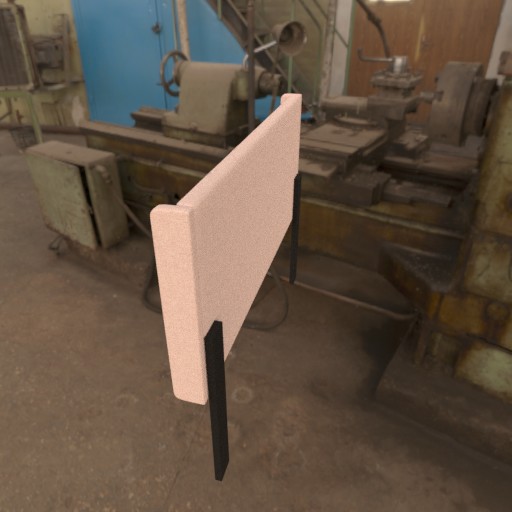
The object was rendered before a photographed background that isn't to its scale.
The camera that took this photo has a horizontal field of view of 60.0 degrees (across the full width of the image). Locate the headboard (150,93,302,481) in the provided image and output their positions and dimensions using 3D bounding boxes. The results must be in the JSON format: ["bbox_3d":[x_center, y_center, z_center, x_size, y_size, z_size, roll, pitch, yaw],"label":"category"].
[{"bbox_3d":[0.000,0.000,2.703,0.184,1.524,2.051,8,32,13],"label":"headboard"}]
